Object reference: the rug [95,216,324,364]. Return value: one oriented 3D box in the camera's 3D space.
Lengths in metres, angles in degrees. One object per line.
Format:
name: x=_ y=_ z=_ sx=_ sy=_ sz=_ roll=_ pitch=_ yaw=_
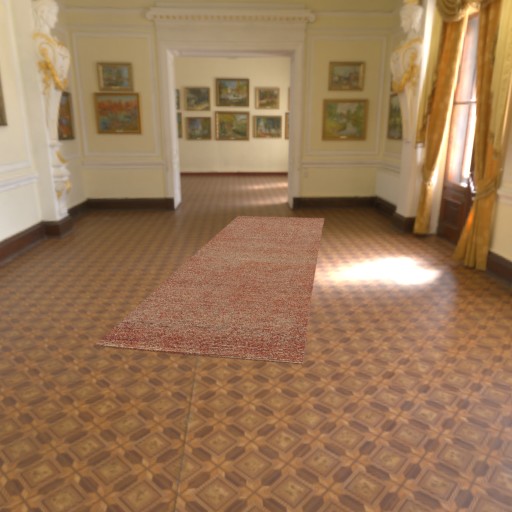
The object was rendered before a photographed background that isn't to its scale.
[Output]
rug: x=0.000 y=0.000 z=2.573 sx=0.718 sy=0.013 sz=2.353 roll=3 pitch=17 yaw=10
